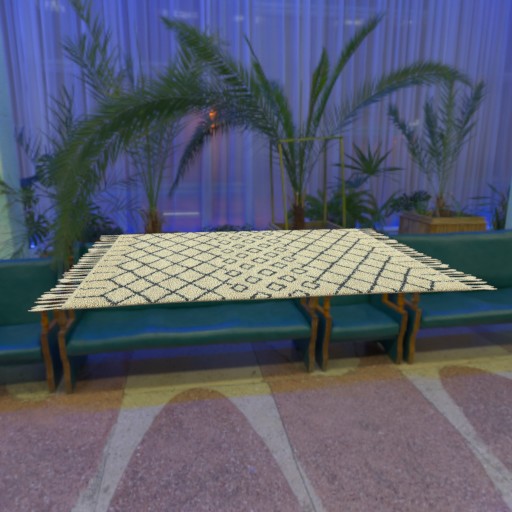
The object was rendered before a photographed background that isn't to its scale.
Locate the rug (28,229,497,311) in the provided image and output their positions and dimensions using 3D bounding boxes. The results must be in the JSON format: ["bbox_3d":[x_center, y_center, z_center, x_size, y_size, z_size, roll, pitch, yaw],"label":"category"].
[{"bbox_3d":[0.000,0.000,4.100,3.213,0.030,2.388,-2,14,-8],"label":"rug"}]
